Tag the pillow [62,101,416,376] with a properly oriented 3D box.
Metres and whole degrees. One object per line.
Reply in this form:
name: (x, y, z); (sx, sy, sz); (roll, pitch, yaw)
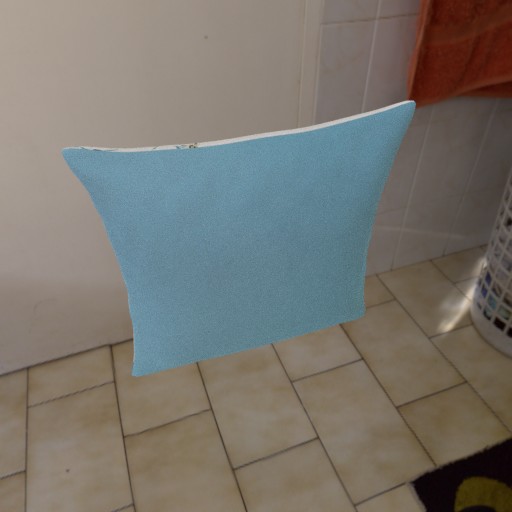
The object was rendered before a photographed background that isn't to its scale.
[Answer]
pillow: (0.000, 0.000, 0.794); (0.526, 0.507, 0.166); (-12, 42, -14)
